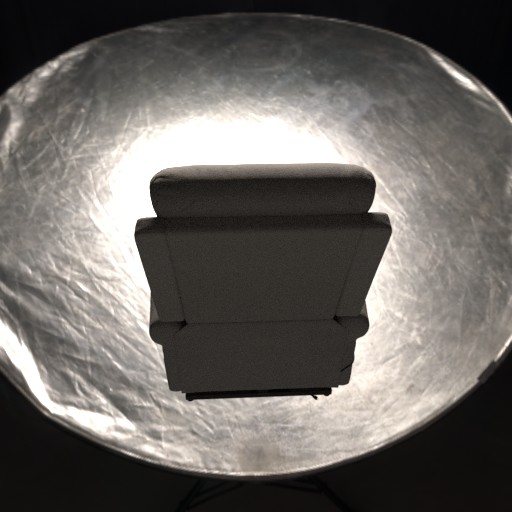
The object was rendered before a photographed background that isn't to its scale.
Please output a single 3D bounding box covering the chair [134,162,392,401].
[{"bbox_3d":[0.000,0.000,1.749,0.871,1.031,0.979,-1,32,-2],"label":"chair"}]
